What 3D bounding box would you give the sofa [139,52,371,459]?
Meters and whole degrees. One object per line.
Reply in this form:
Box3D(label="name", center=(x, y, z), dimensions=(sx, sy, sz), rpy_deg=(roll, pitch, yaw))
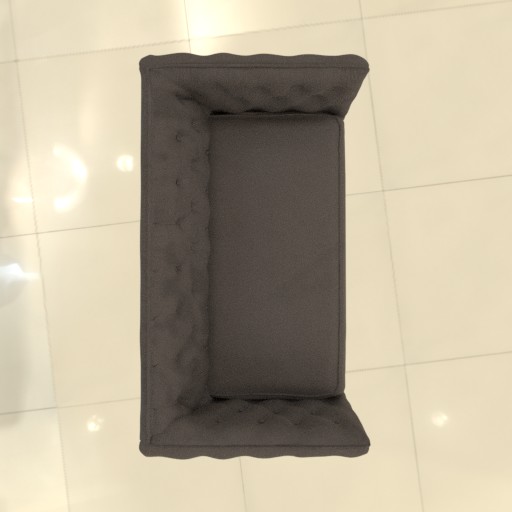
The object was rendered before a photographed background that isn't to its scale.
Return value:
Box3D(label="sofa", center=(0.000, 0.000, 2.066), dimensions=(0.909, 0.810, 1.583), rpy_deg=(0, 89, 0))
